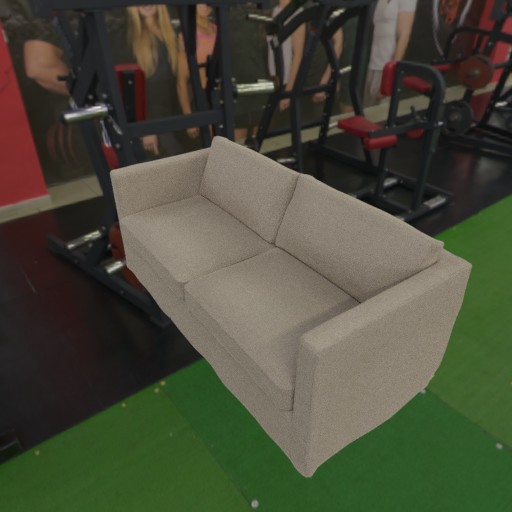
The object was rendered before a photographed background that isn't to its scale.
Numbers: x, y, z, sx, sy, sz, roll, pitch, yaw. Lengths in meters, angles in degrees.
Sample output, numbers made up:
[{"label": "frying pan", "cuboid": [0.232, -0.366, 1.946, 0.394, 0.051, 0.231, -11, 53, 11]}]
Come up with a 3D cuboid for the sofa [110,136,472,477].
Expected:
[{"label": "sofa", "cuboid": [0.000, 0.000, 2.516, 0.956, 0.847, 1.987, -21, 39, -29]}]
